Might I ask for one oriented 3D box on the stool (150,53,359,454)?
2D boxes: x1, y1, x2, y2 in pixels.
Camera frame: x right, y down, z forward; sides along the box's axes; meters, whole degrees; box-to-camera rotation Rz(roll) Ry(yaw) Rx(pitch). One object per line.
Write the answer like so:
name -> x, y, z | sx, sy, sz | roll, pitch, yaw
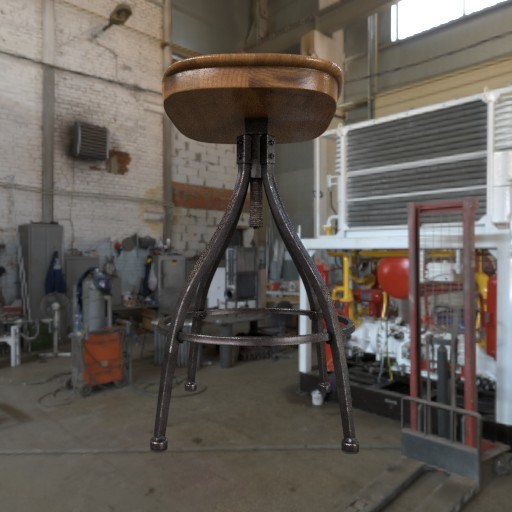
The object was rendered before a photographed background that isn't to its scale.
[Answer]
stool -> 0.000, 0.000, 0.966 | 0.424, 0.694, 0.432 | 0, 0, 1
